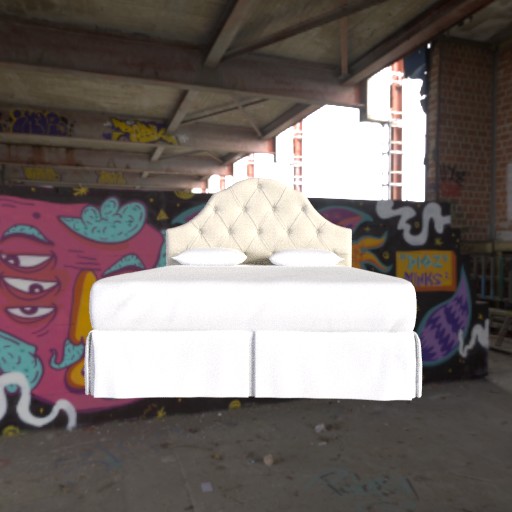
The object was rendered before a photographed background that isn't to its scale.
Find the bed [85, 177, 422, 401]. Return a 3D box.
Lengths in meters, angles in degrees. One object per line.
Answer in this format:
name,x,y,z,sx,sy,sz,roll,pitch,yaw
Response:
bed,0.000,0.000,3.617,2.008,1.615,2.214,0,1,1
